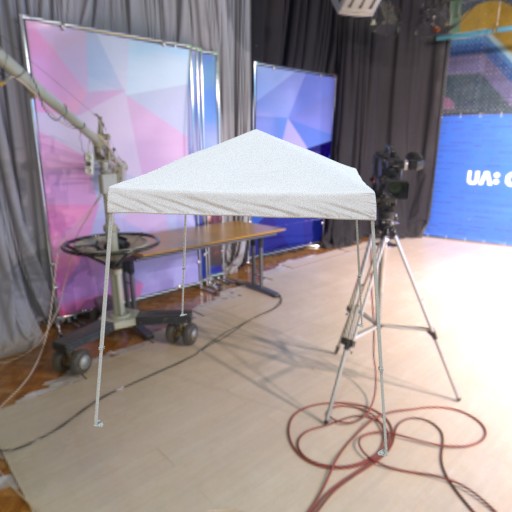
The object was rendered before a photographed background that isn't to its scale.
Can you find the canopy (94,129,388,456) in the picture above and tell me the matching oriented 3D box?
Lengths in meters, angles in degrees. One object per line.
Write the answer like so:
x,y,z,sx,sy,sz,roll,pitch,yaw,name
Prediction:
0.000,0.000,5.184,2.850,2.850,2.849,2,16,8,canopy
